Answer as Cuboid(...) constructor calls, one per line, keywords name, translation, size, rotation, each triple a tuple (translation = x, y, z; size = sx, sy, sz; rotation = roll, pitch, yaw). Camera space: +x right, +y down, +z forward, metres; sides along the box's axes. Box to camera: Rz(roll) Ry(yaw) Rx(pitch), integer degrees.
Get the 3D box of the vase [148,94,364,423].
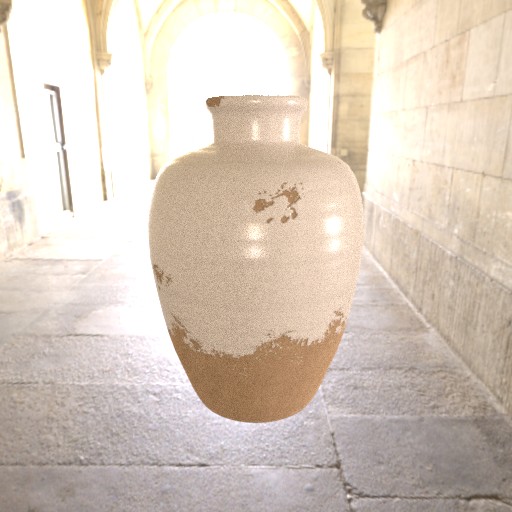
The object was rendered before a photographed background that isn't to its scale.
Cuboid(name="vase", translation=(0.000, 0.000, 0.339), size=(0.158, 0.228, 0.158), rotation=(0, 16, 0))
